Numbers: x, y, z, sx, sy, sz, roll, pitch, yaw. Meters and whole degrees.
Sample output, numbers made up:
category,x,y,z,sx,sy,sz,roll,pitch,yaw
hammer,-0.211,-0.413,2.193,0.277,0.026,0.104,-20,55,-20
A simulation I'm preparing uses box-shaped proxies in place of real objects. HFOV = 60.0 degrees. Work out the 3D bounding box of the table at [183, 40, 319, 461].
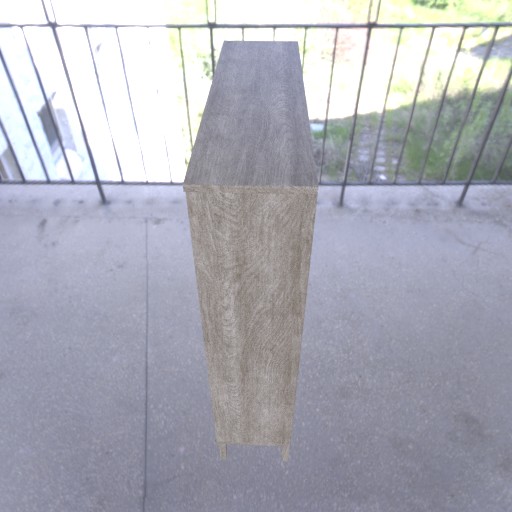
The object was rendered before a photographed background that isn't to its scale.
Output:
category,x,y,z,sx,sy,sz,roll,pitch,yaw
table,0.000,0.000,1.527,0.256,1.135,0.902,1,41,1
